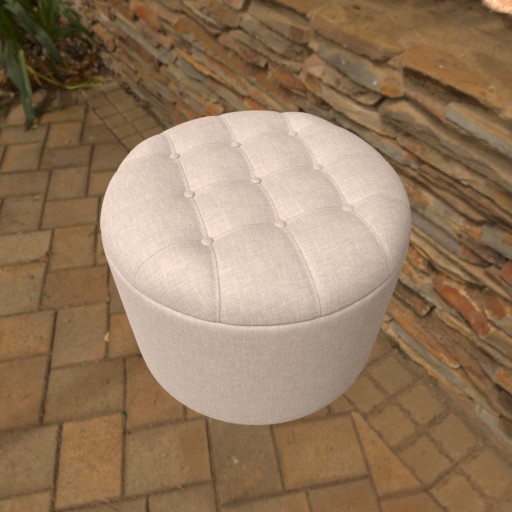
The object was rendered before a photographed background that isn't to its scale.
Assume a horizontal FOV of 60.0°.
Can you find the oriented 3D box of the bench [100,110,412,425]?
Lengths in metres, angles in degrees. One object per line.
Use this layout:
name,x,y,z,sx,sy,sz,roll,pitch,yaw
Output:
bench,0.000,0.000,0.987,0.600,0.453,0.600,0,47,0
